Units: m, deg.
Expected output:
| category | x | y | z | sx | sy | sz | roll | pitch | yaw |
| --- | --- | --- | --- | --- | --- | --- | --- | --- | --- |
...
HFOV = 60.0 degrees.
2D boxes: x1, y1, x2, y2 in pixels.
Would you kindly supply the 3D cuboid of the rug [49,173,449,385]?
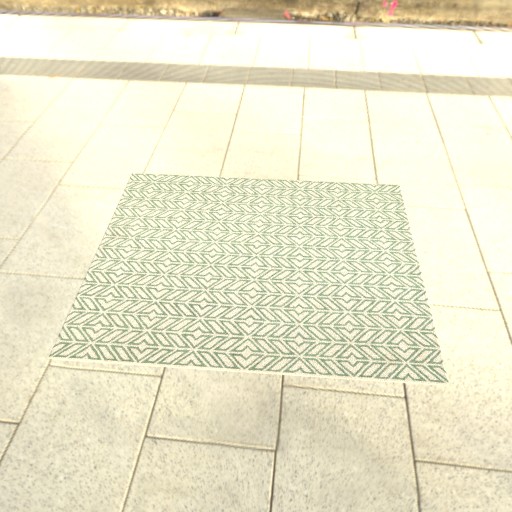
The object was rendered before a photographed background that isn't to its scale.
| category | x | y | z | sx | sy | sz | roll | pitch | yaw |
| --- | --- | --- | --- | --- | --- | --- | --- | --- | --- |
| rug | 0.000 | 0.000 | 4.199 | 3.050 | 0.017 | 2.441 | 3 | 46 | 3 |
